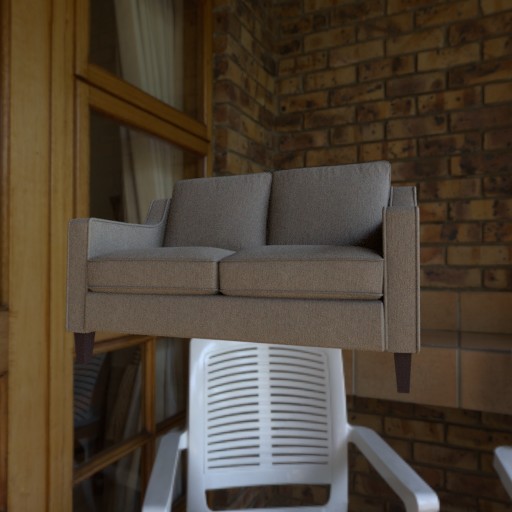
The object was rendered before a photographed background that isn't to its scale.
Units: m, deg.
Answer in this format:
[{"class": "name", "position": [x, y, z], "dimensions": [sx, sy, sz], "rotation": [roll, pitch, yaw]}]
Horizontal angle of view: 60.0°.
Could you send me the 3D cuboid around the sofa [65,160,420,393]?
[{"class": "sofa", "position": [0.000, 0.000, 2.189], "dimensions": [1.503, 0.981, 0.985], "rotation": [0, -1, 19]}]
